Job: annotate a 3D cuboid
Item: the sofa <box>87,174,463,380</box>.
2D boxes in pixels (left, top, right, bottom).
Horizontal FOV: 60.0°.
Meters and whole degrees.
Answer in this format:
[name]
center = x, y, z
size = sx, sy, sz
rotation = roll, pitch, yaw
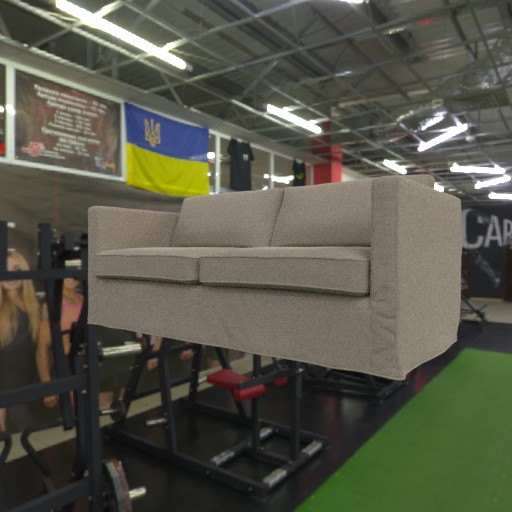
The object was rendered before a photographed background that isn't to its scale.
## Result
[sofa]
center = 0.000, 0.000, 2.501
size = 1.987, 0.847, 0.956
rotation = 1, 1, 38
